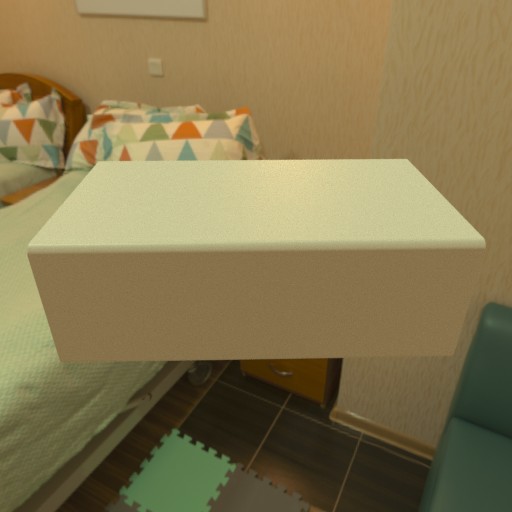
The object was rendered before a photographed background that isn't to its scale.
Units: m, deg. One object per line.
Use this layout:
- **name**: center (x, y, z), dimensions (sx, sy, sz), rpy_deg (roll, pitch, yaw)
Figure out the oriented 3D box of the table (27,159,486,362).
- **table**: center (0.000, 0.000, 1.435), dimensions (1.097, 0.442, 0.639), rpy_deg (-1, 31, -1)
